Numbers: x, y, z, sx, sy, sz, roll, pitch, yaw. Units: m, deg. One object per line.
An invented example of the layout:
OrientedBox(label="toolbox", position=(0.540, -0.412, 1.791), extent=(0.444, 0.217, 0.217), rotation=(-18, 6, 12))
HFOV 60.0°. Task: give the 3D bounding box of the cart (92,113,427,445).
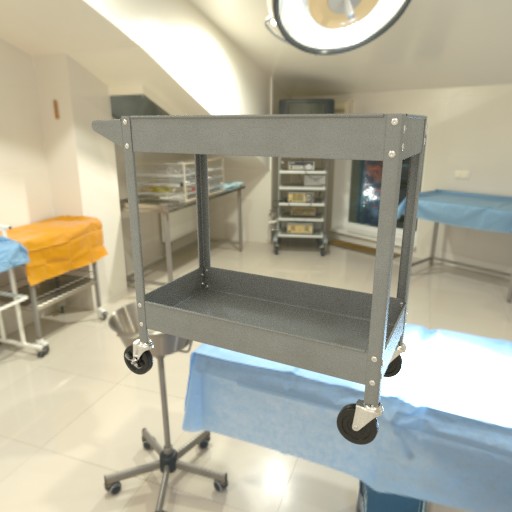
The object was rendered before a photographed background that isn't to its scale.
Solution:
OrientedBox(label="cart", position=(0.000, 0.000, 1.194), extent=(0.779, 0.719, 0.366), rotation=(8, 19, 26))
